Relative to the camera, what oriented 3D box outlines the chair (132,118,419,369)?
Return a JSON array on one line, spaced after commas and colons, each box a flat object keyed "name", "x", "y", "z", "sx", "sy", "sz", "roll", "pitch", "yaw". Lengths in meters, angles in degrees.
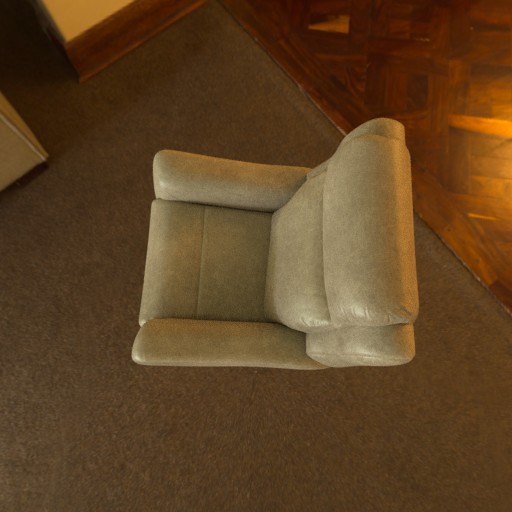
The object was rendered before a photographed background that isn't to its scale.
[{"name": "chair", "x": 0.000, "y": 0.000, "z": 1.940, "sx": 1.068, "sy": 1.116, "sz": 0.967, "roll": 2, "pitch": 75, "yaw": 1}]
